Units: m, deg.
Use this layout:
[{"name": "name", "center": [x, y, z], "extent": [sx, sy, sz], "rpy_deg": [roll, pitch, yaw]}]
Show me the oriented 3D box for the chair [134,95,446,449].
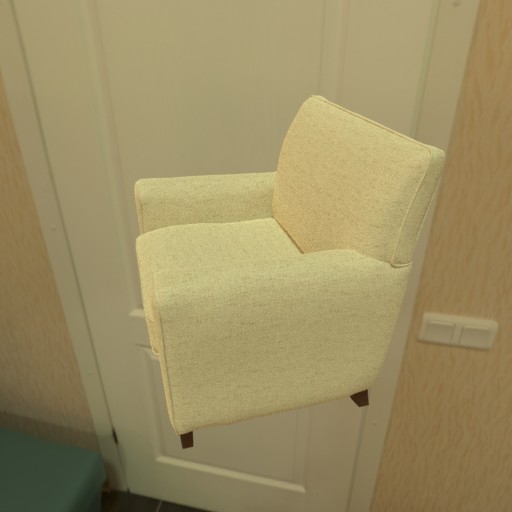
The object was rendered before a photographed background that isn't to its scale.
[{"name": "chair", "center": [0.000, 0.000, 1.595], "extent": [0.823, 0.943, 0.870], "rpy_deg": [-8, 31, -14]}]
